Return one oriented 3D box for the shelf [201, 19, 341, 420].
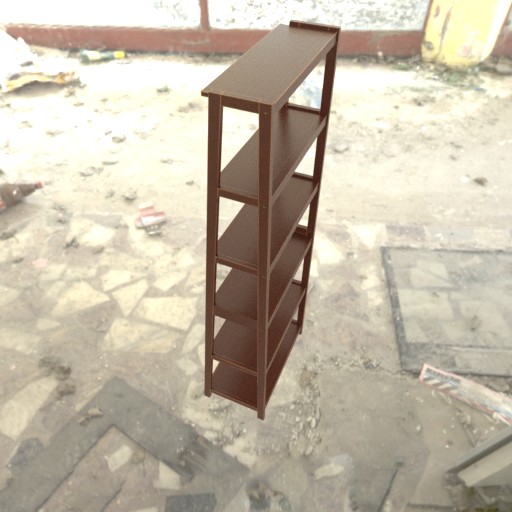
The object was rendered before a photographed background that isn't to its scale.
[{"bbox_3d":[0.000,0.000,2.107,0.381,1.892,0.660,17,48,16],"label":"shelf"}]
